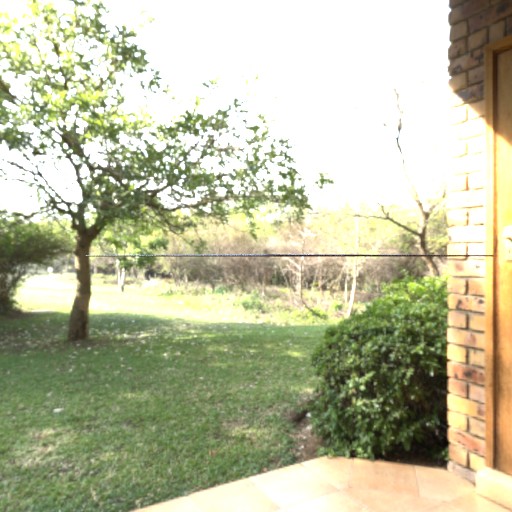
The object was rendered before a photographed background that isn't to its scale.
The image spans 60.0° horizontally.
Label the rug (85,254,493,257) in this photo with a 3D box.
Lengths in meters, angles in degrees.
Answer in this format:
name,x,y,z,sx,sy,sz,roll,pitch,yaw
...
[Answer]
name,x,y,z,sx,sy,sz,roll,pitch,yaw
rug,0.000,0.000,2.293,1.219,0.009,1.829,0,0,-36
